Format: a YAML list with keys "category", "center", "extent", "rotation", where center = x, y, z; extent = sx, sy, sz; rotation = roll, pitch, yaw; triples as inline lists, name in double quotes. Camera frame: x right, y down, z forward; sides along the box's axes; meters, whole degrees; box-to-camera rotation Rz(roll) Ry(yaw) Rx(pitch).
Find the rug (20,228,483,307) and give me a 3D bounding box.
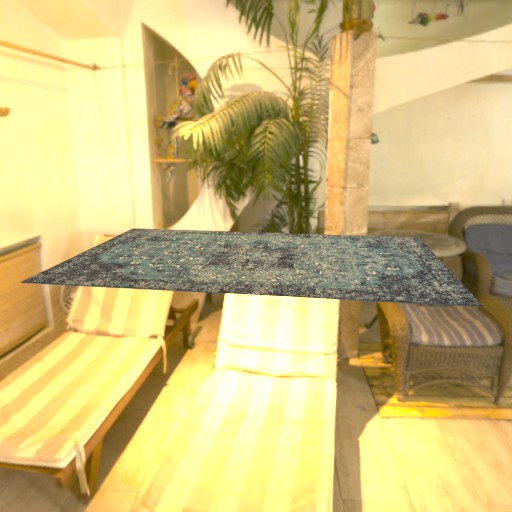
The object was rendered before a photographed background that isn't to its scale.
- category: "rug"
  center: [0.000, 0.000, 3.030]
  extent: [2.440, 0.007, 1.525]
  rotation: [2, 15, 8]
